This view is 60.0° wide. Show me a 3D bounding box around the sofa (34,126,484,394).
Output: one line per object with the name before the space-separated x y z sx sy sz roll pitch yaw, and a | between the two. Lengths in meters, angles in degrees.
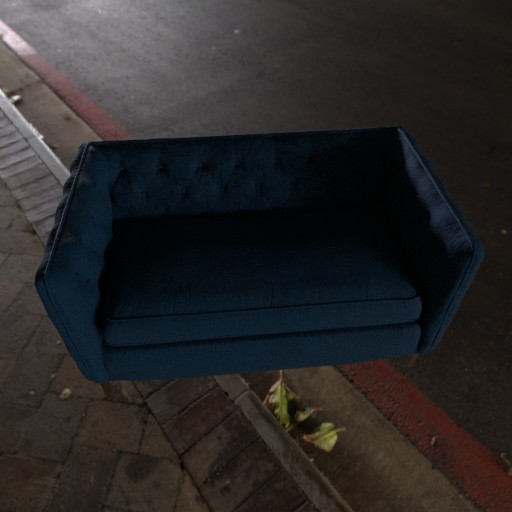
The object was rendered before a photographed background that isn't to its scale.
sofa | 0.000 0.000 2.046 1.583 0.810 0.909 -4 46 -4
